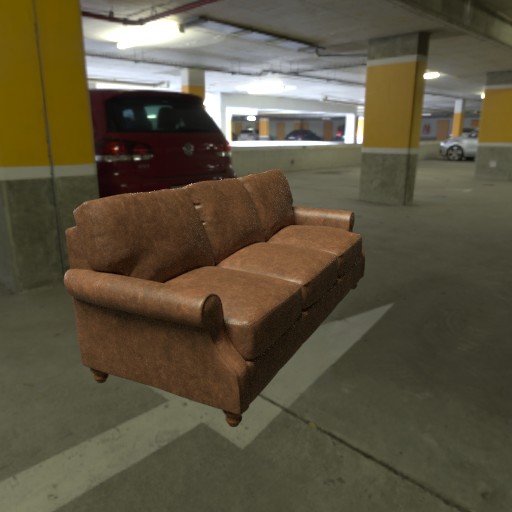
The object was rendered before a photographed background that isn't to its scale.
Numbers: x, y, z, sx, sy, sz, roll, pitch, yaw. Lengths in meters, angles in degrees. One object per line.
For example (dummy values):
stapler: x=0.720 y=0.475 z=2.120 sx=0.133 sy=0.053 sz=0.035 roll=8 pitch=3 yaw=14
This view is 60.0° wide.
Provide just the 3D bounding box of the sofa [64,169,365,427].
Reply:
sofa: x=0.000 y=0.000 z=2.901 sx=0.973 sy=0.977 sz=2.351 roll=8 pitch=17 yaw=26
